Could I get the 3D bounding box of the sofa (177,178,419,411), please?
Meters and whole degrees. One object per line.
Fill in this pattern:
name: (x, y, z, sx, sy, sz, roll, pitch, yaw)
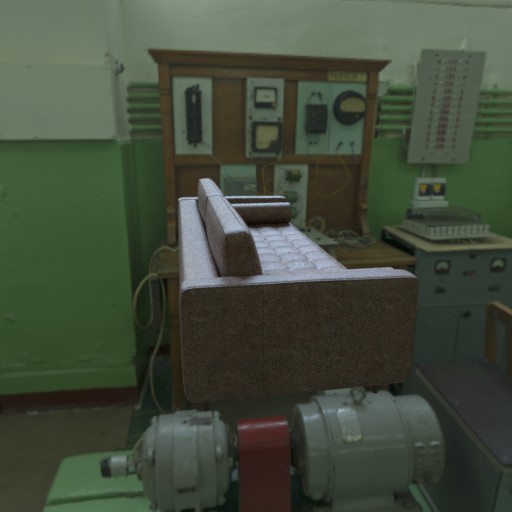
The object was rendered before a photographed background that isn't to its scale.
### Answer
sofa: (0.000, 0.000, 2.666, 0.914, 0.762, 2.210, -3, 16, -9)
